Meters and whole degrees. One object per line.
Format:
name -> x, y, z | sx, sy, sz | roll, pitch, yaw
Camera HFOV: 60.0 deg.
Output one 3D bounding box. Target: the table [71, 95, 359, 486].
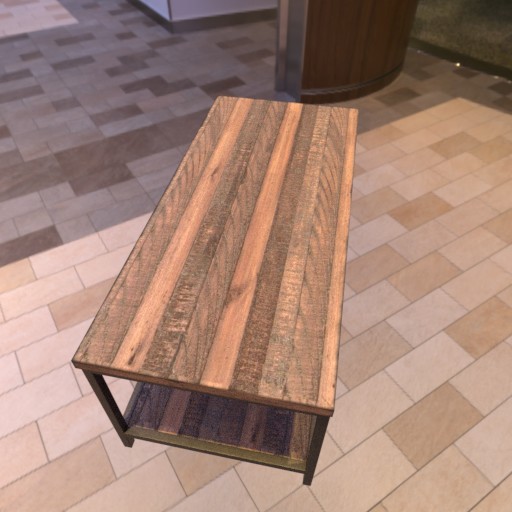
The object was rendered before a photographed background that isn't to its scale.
table -> 0.000, 0.000, 1.212 | 0.452, 0.399, 0.990 | 8, 47, 8
